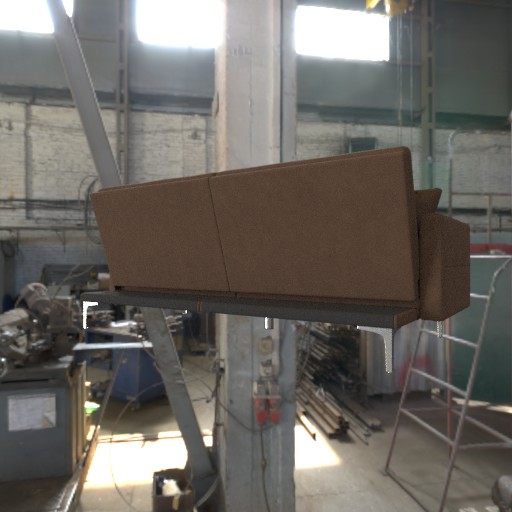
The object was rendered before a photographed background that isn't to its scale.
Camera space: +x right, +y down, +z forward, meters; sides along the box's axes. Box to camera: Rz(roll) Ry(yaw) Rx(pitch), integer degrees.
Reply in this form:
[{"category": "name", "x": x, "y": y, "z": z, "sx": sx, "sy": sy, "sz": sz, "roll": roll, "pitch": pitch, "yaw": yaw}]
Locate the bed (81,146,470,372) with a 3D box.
[{"category": "bed", "x": 0.000, "y": 0.000, "z": 2.304, "sx": 1.905, "sy": 0.787, "sz": 0.889, "roll": 0, "pitch": 0, "yaw": 34}]
